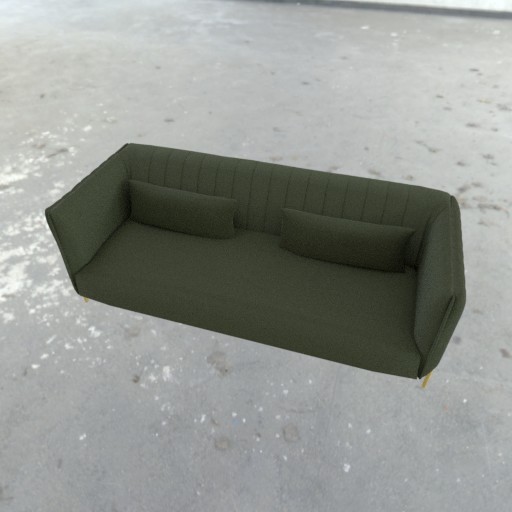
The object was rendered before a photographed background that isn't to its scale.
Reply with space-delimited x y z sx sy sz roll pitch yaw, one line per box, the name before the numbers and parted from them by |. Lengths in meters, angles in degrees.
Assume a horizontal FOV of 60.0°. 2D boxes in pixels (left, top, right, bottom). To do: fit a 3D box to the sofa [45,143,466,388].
sofa | 0.000 0.000 2.594 2.137 0.793 0.896 12 42 13
